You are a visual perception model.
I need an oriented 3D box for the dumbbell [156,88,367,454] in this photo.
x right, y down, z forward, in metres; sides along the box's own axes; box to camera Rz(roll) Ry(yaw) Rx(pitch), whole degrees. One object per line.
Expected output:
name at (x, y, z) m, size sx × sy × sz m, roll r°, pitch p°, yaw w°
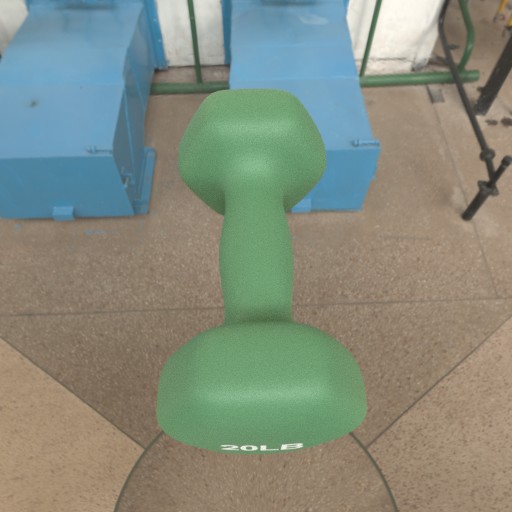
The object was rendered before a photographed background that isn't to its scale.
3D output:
dumbbell at (0.000, 0.000, 0.318) m, size 0.126 × 0.114 × 0.257 m, roll -1°, pitch 57°, yaw -1°
